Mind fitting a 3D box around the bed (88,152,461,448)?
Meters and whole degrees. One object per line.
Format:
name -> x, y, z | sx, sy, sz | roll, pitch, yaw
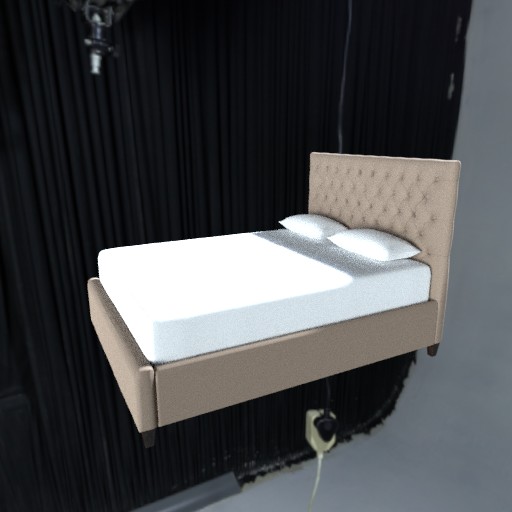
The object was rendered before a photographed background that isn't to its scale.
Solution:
bed -> 0.000, 0.000, 3.323 | 2.233, 1.426, 1.696 | -8, 17, -27
